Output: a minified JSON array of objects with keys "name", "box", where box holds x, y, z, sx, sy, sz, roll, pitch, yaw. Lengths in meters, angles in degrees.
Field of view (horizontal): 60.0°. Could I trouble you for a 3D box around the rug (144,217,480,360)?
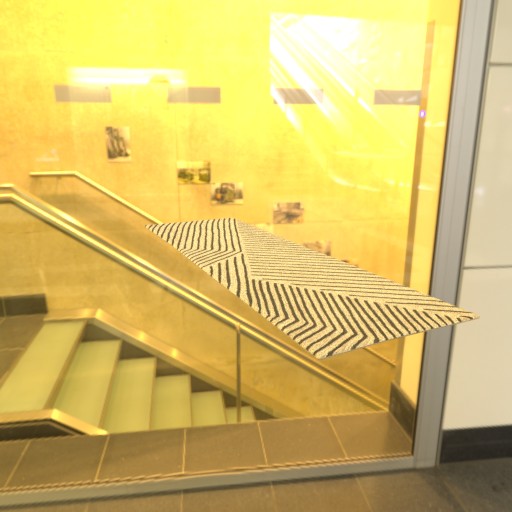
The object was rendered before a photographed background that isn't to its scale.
[{"name":"rug","box":[0.000,0.000,2.639,0.773,0.020,2.439,-7,17,-26]}]
